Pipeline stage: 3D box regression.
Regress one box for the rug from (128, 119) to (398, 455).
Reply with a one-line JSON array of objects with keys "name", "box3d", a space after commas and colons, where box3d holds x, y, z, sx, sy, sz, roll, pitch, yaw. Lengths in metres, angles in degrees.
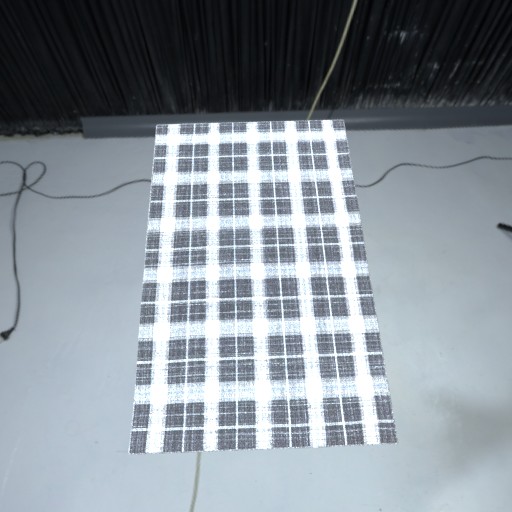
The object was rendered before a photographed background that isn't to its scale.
[{"name": "rug", "box3d": [0.000, 0.000, 3.032, 1.520, 0.015, 2.434, -2, 63, -1]}]
